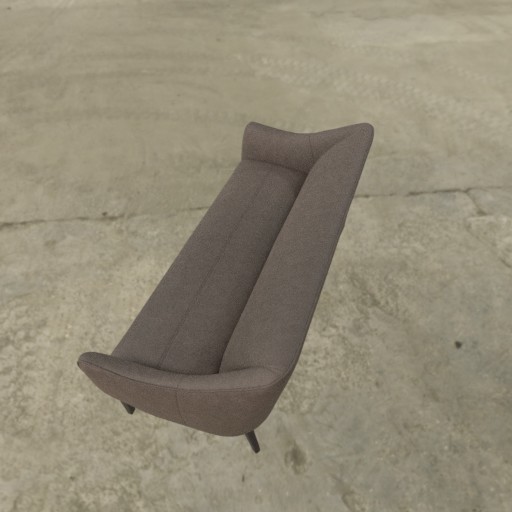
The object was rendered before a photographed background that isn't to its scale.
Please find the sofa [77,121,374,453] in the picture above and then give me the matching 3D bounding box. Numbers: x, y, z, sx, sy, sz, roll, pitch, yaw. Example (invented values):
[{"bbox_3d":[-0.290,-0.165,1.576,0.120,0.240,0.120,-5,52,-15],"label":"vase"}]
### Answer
[{"bbox_3d":[0.000,0.000,2.403,0.869,0.831,1.928,15,49,14],"label":"sofa"}]
